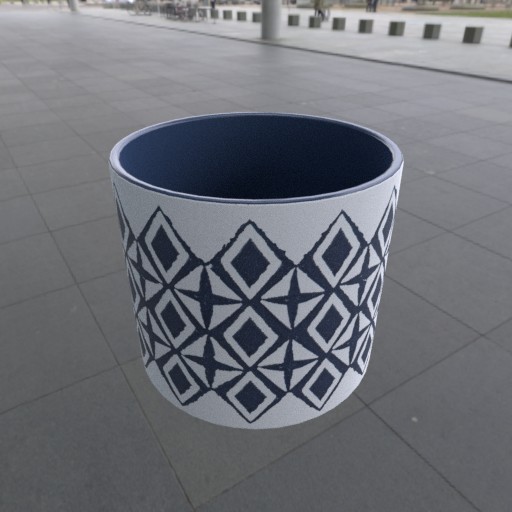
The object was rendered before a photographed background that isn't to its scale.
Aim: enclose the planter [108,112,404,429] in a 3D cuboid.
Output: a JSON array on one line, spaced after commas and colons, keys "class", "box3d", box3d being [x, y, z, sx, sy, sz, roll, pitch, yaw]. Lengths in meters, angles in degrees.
[{"class": "planter", "box3d": [0.000, 0.000, 0.398, 0.224, 0.203, 0.224, 0, 31, 0]}]
